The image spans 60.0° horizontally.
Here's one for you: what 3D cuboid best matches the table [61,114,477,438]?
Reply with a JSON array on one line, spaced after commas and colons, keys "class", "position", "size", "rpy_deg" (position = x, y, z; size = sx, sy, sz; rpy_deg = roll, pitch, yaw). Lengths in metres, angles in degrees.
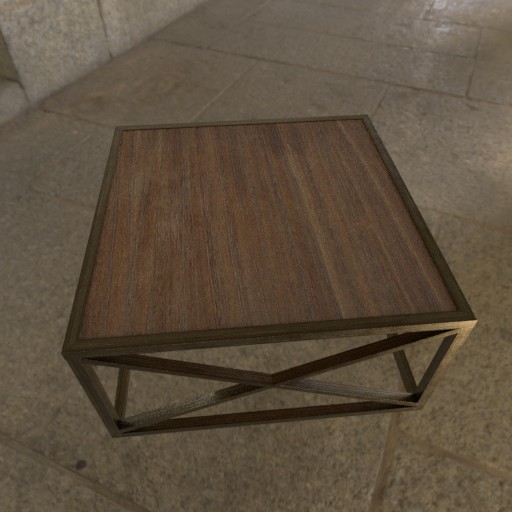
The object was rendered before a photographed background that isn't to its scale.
[{"class": "table", "position": [0.000, 0.000, 1.425], "size": [0.899, 0.451, 0.909], "rpy_deg": [-4, 46, -4]}]
